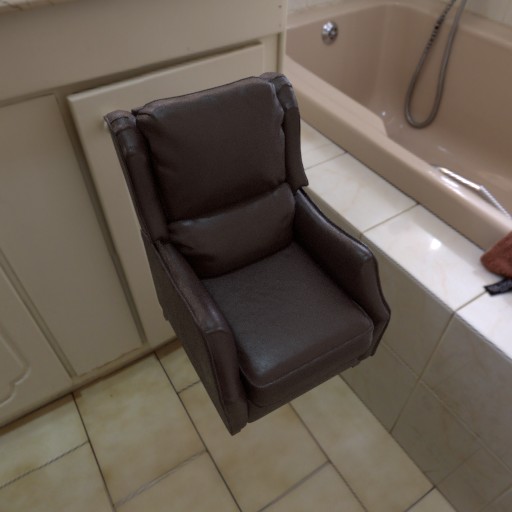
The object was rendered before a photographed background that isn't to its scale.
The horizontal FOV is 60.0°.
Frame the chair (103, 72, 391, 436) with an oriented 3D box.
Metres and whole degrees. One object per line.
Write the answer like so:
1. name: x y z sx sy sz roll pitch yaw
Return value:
1. chair: 0.000 0.000 1.799 0.770 1.132 0.982 -23 50 -20
